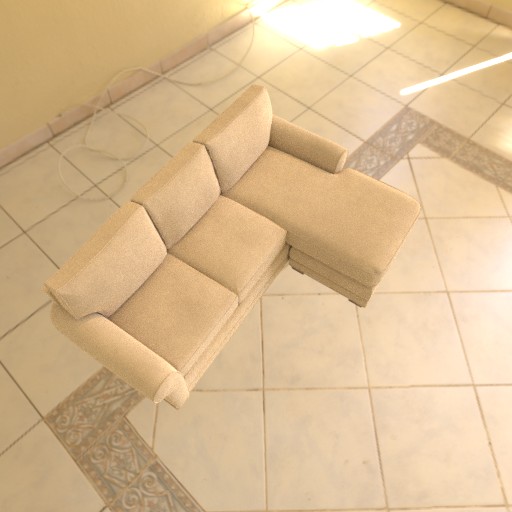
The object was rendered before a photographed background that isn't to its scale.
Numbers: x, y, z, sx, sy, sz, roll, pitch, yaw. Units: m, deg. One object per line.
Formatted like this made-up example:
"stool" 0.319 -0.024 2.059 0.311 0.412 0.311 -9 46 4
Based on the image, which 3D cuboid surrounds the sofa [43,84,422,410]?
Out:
"sofa" 0.000 0.000 2.343 1.226 0.734 1.770 30 63 17
